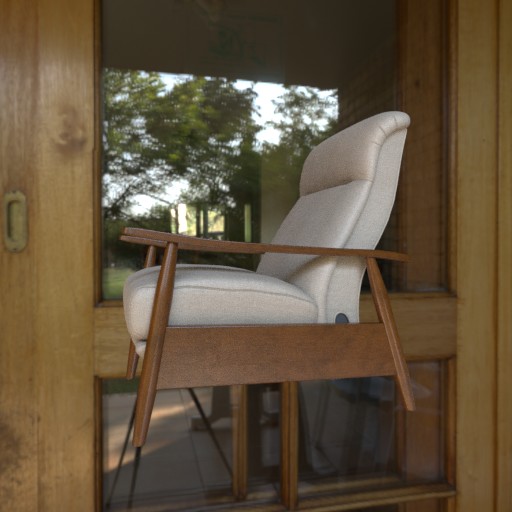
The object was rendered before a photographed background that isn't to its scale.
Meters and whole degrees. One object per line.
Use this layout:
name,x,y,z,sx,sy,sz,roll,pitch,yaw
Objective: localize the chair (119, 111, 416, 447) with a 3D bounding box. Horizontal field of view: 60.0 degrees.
chair,0.000,0.000,1.758,1.030,1.082,0.762,0,1,-18
